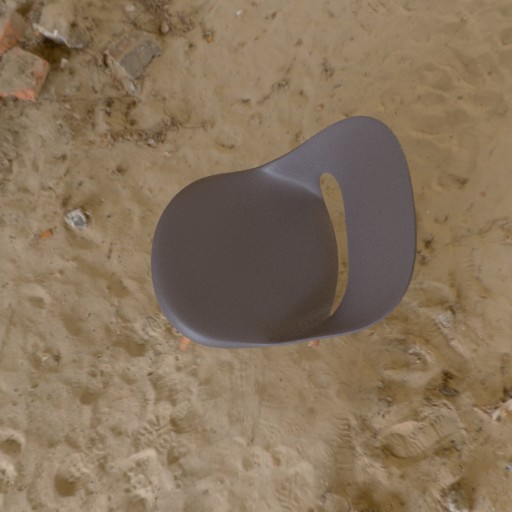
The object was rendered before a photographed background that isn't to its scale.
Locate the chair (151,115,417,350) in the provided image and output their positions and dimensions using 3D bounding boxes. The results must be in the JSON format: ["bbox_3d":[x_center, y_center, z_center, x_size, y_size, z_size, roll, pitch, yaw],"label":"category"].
[{"bbox_3d":[0.000,0.000,1.159,0.556,0.794,0.470,-2,77,0],"label":"chair"}]
